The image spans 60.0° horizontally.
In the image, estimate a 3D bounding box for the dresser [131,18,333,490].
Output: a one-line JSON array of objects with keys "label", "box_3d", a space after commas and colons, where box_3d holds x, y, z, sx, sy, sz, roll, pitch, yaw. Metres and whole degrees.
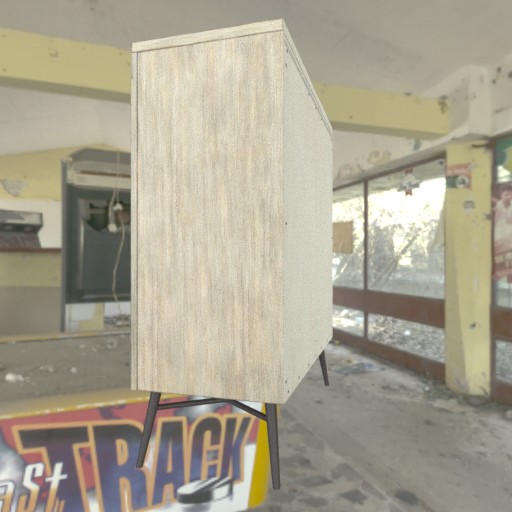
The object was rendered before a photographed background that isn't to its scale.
[{"label": "dresser", "box_3d": [0.000, 0.000, 1.686, 0.457, 1.219, 1.016, 0, 0, 17]}]
